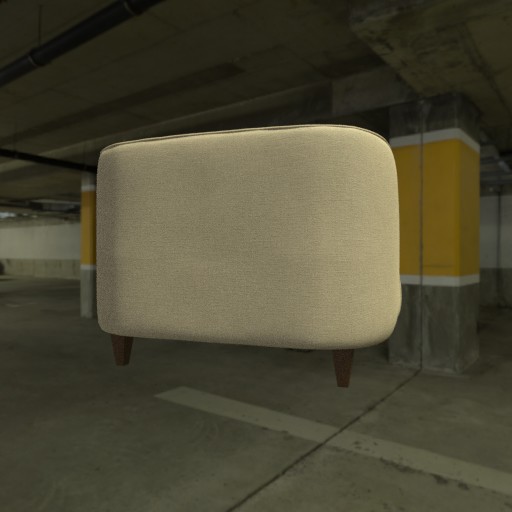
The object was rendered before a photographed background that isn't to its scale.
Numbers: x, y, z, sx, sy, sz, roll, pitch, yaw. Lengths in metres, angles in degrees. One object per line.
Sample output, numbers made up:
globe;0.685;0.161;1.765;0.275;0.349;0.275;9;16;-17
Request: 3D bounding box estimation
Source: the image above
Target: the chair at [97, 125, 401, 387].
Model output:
chair;0.000;0.000;1.801;1.118;0.787;0.914;0;1;19
